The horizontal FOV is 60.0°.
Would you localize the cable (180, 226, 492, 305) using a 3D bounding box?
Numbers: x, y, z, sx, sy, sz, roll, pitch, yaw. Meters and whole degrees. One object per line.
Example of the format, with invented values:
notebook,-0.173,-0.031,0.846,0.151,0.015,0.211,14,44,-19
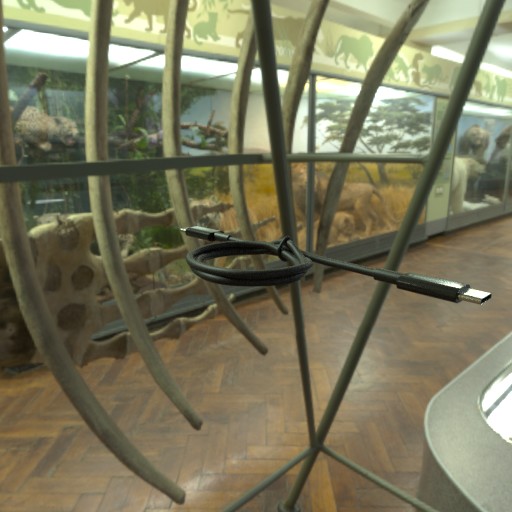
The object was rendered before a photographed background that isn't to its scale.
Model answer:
cable,0.000,0.000,0.224,0.070,0.014,0.203,-13,19,-42
